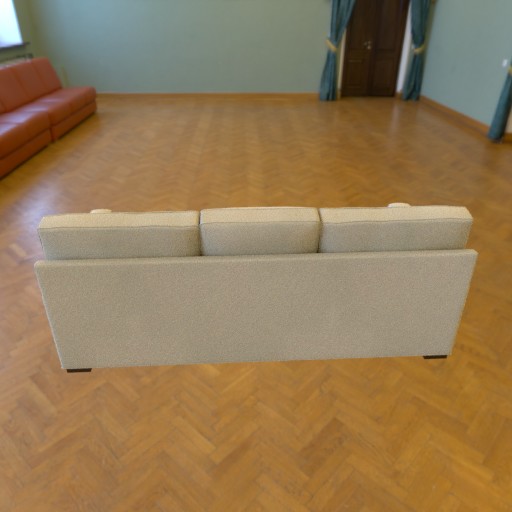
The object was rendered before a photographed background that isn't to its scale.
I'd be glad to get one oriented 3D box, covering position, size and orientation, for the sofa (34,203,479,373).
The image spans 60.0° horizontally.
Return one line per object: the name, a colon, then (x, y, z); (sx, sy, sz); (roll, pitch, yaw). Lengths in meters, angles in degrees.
sofa: (0.000, 0.000, 2.578); (2.088, 0.862, 0.935); (-2, 29, -3)
